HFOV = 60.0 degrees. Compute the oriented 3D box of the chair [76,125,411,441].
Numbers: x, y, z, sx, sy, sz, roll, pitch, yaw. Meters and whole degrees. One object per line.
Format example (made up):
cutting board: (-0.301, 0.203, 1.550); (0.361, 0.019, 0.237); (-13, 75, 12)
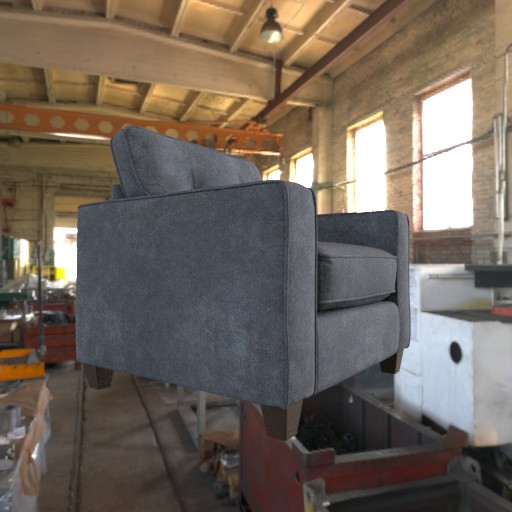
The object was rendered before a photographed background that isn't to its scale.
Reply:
chair: (0.000, 0.000, 1.746); (0.939, 0.965, 1.015); (0, -1, 36)
